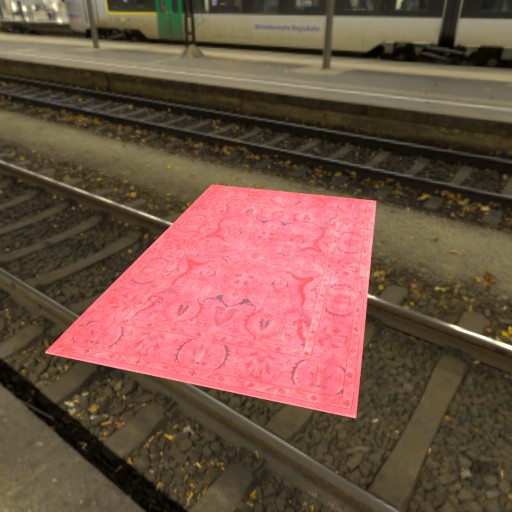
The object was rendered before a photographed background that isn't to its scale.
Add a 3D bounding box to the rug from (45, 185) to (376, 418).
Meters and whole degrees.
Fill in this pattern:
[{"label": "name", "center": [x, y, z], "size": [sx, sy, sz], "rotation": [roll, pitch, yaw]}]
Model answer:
[{"label": "rug", "center": [0.000, 0.000, 3.059], "size": [1.534, 0.010, 2.423], "rotation": [8, 31, 13]}]
